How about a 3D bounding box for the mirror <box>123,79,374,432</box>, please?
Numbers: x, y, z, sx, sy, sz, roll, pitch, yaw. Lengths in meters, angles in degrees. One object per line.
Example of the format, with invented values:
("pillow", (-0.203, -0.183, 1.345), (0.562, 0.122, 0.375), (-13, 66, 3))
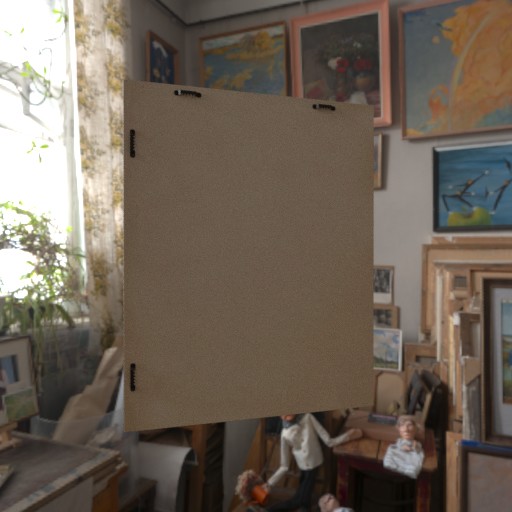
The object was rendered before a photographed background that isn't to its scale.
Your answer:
("mirror", (0.000, 0.000, 0.707), (0.405, 0.508, 0.041), (0, 0, -16))
